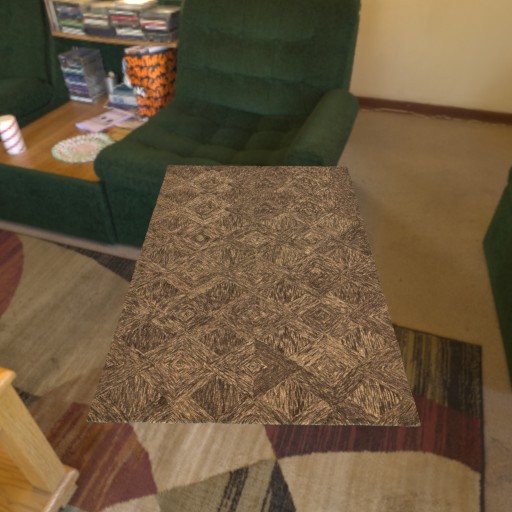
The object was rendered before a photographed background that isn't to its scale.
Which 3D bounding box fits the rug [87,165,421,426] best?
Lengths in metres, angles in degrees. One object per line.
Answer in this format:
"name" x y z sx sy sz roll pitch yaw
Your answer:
"rug" 0.000 0.000 2.244 1.189 0.011 1.808 0 41 1
